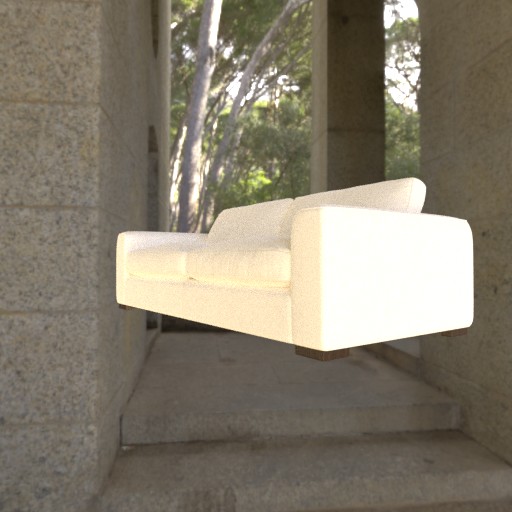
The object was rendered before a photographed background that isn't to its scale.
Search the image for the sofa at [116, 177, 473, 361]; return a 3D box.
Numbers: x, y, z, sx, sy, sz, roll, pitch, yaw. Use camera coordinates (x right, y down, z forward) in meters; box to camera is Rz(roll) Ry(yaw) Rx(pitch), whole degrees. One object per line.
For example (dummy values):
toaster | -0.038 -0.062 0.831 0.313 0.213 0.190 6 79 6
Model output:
sofa | 0.000 0.000 2.804 1.070 0.801 2.262 0 -1 -36
